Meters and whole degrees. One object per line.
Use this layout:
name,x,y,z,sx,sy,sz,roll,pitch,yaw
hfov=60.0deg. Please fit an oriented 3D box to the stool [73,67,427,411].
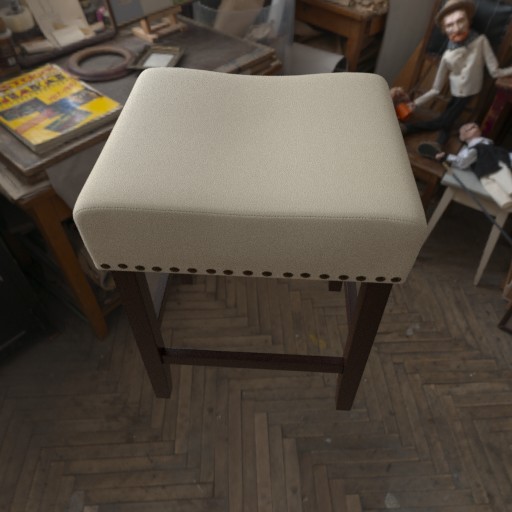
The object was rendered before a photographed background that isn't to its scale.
stool,0.000,0.000,0.914,0.471,0.609,0.401,3,48,2
